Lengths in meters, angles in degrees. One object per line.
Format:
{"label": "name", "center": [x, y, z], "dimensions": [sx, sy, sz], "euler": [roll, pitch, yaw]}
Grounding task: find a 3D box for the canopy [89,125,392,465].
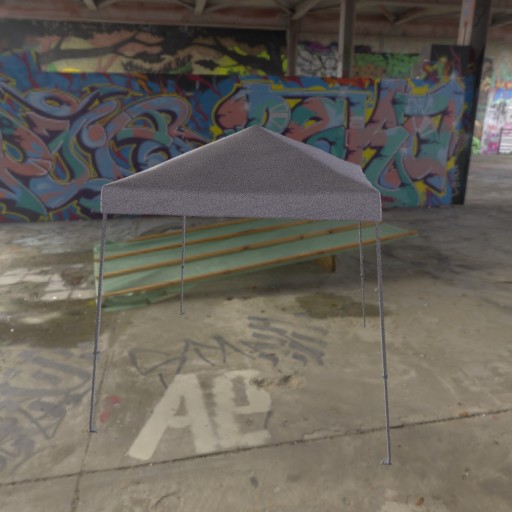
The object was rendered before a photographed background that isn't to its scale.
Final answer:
{"label": "canopy", "center": [0.000, 0.000, 5.028], "dimensions": [2.850, 2.850, 2.849], "euler": [3, 17, 8]}
